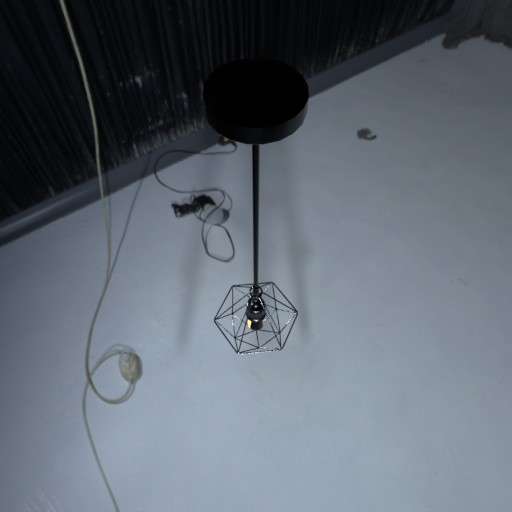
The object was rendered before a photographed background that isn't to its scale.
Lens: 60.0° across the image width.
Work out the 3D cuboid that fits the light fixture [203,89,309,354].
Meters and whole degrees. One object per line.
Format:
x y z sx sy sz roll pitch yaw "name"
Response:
0.000 0.000 1.977 0.431 1.764 0.487 -32 64 -18 "light fixture"
